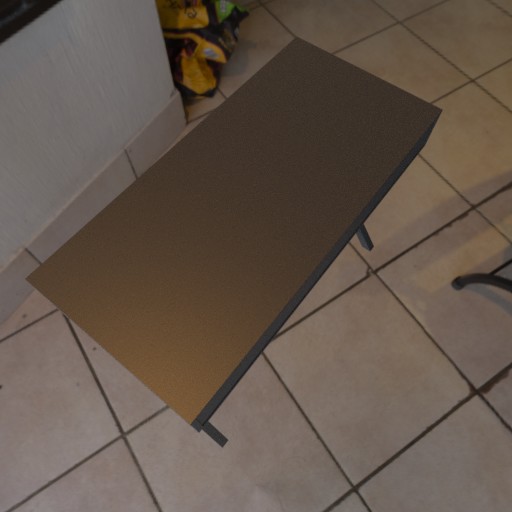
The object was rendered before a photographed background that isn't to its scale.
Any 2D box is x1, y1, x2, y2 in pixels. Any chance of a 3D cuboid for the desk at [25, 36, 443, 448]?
[{"bbox_3d":[0.000,0.000,1.470,0.504,0.780,1.057,35,68,16],"label":"desk"}]
